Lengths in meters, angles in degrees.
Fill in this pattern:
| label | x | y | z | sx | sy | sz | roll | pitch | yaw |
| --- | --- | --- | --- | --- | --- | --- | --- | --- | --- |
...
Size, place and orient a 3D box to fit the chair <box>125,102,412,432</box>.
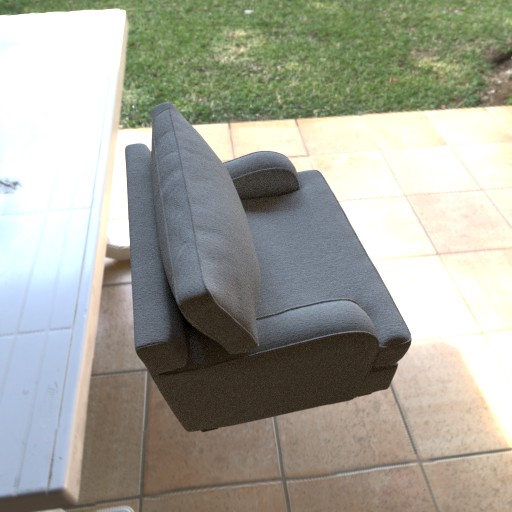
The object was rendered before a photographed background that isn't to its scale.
| label | x | y | z | sx | sy | sz | roll | pitch | yaw |
| --- | --- | --- | --- | --- | --- | --- | --- | --- | --- |
| chair | 0.000 | 0.000 | 2.052 | 1.041 | 1.016 | 1.220 | -10 | 47 | -9 |
